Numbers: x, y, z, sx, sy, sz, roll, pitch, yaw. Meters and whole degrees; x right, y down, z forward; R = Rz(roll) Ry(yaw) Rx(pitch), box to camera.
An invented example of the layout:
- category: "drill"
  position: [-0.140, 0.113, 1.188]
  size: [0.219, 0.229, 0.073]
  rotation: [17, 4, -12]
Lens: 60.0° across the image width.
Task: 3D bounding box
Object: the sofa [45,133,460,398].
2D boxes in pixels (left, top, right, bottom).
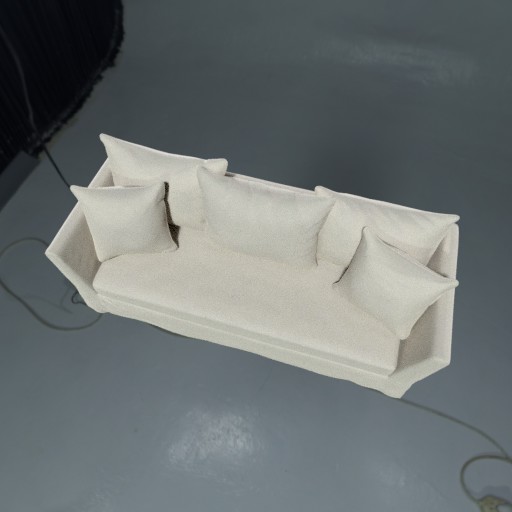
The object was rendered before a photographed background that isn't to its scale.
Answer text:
- category: "sofa"
  position: [0.000, 0.000, 3.029]
  size: [2.499, 1.047, 1.046]
  rotation: [14, 59, 9]
